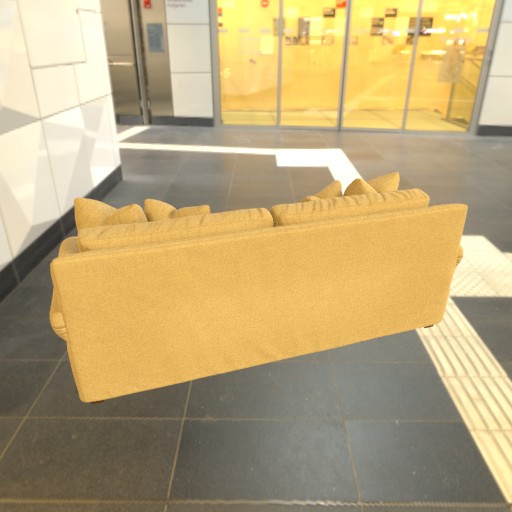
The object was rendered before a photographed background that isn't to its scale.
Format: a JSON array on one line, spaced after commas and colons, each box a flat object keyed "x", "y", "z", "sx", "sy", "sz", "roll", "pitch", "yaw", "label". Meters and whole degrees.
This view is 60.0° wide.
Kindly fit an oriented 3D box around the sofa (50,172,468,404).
[{"x": 0.000, "y": 0.000, "z": 2.744, "sx": 2.285, "sy": 0.904, "sz": 1.067, "roll": -9, "pitch": 27, "yaw": -17, "label": "sofa"}]
